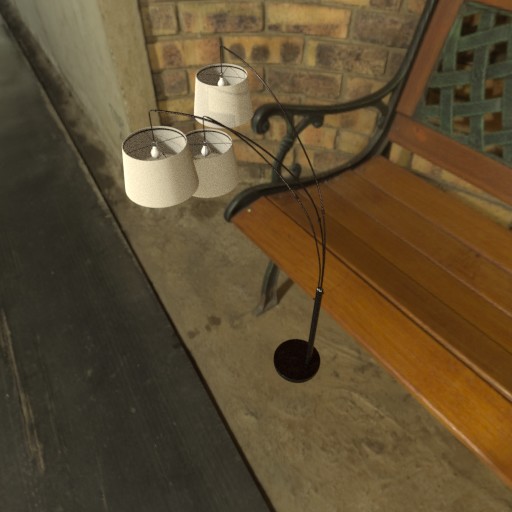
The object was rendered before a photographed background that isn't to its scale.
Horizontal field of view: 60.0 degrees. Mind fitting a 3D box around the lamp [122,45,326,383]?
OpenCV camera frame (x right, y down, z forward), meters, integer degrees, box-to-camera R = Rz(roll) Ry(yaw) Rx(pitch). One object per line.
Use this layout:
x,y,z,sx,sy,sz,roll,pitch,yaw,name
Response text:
0.000,0.000,2.464,0.924,1.950,0.951,16,49,15,lamp
